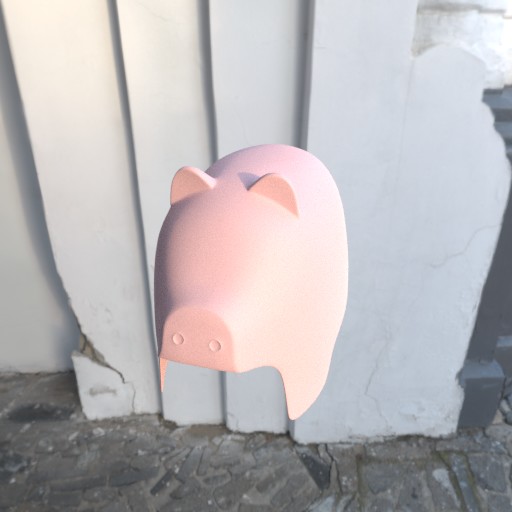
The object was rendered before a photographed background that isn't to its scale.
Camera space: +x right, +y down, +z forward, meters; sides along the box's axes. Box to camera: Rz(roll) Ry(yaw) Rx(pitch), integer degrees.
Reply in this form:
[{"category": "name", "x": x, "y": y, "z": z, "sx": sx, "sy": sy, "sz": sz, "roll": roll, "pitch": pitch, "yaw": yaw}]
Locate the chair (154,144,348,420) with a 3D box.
[{"category": "chair", "x": 0.000, "y": 0.000, "z": 0.887, "sx": 0.364, "sy": 0.423, "sz": 0.619, "roll": 7, "pitch": 27, "yaw": 14}]
